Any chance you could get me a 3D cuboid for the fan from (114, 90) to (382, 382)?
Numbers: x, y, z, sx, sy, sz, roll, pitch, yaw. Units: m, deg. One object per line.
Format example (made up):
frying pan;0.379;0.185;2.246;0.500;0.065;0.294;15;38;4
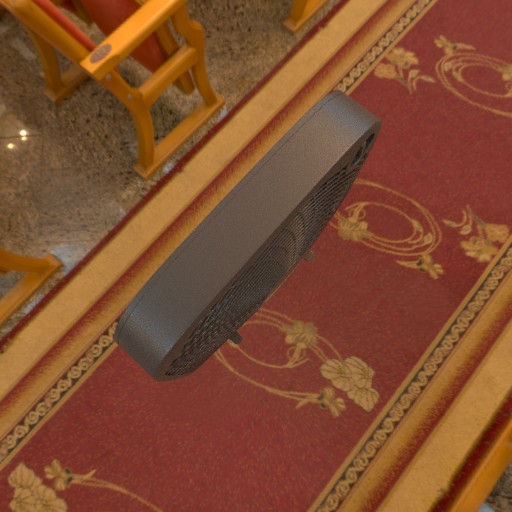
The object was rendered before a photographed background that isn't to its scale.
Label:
fan;0.000;0.000;0.827;0.142;0.533;0.526;40;80;9
